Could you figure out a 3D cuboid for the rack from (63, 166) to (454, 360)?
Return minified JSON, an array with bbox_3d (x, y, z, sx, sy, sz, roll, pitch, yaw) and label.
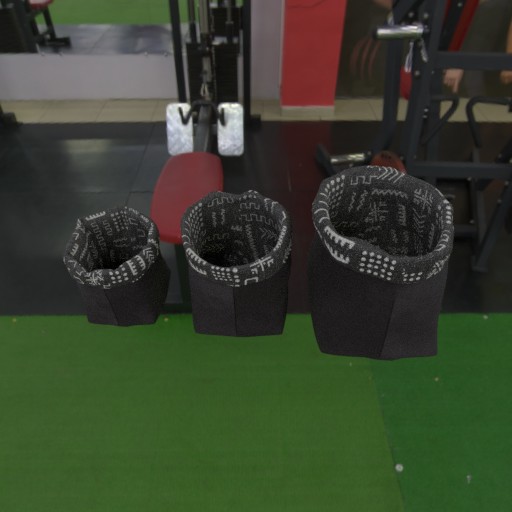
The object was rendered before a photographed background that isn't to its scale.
[{"bbox_3d":[0.000,0.000,1.080,0.905,0.323,0.379,1,42,1],"label":"rack"}]
